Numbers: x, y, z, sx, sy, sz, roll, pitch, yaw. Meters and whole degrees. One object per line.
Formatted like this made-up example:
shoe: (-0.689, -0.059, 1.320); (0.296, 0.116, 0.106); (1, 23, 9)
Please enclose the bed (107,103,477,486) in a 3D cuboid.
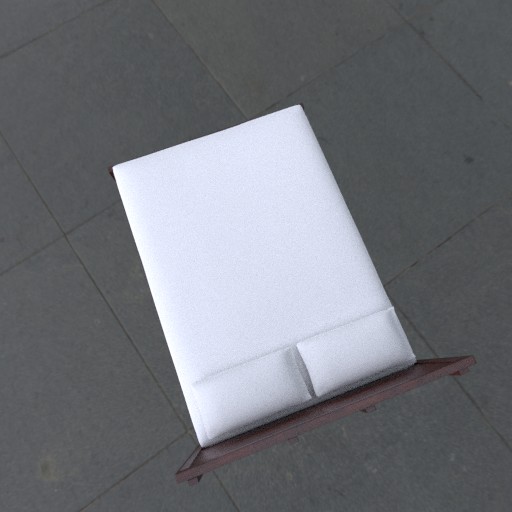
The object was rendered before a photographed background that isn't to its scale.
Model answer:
bed: (0.000, 0.000, 3.828); (2.040, 1.492, 2.803); (-20, 76, -5)
